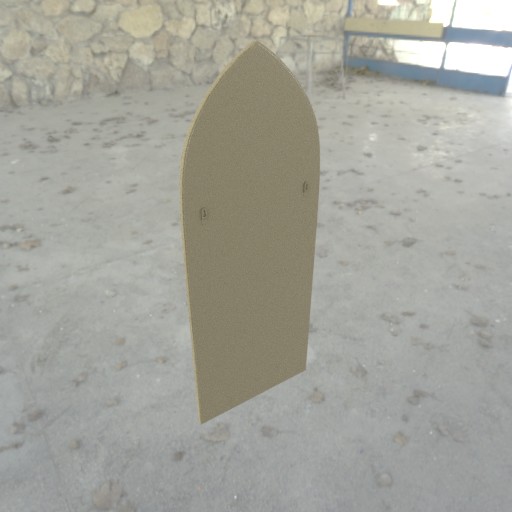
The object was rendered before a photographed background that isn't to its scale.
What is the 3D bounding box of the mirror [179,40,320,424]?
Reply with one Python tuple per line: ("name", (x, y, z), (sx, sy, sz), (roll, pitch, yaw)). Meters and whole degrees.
("mirror", (0.000, 0.000, 1.340), (0.464, 1.175, 0.025), (-19, 35, -29))
